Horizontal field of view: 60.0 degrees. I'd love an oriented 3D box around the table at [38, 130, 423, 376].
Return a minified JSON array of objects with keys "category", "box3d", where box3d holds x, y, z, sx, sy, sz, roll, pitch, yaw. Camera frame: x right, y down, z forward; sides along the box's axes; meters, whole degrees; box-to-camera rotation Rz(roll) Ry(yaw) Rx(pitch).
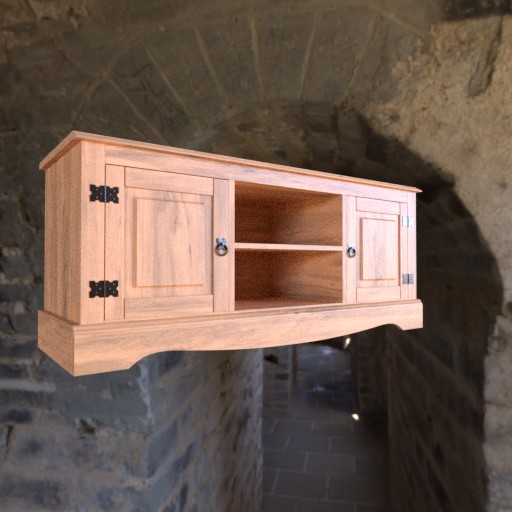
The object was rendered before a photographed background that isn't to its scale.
[{"category":"table","box3d":[0.000,0.000,1.419,1.200,0.510,0.400,1,-1,-36]}]
